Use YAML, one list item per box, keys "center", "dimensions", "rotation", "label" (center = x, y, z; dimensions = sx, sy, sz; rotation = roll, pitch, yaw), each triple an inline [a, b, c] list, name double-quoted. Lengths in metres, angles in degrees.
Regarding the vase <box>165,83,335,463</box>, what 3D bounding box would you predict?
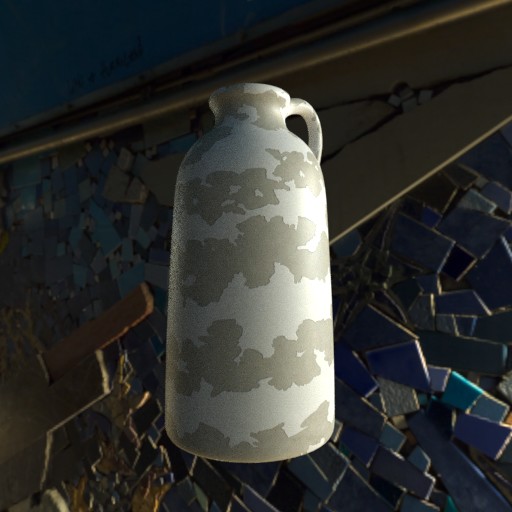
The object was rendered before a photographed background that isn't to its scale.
- center: [0.000, 0.000, 0.500]
  dimensions: [0.203, 0.382, 0.186]
  rotation: [0, 0, -37]
  label: "vase"
